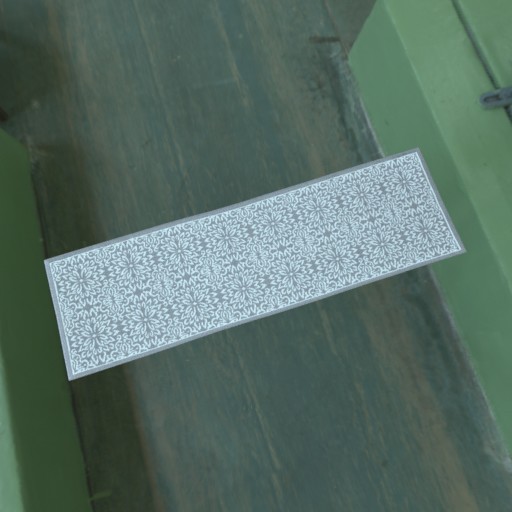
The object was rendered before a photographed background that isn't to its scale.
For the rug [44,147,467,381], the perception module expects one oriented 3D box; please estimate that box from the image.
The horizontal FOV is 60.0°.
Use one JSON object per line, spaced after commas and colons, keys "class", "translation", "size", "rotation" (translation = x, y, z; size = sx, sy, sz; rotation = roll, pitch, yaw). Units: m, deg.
{"class": "rug", "translation": [0.000, 0.000, 2.400], "size": [2.196, 0.011, 0.662], "rotation": [-17, 76, -4]}
